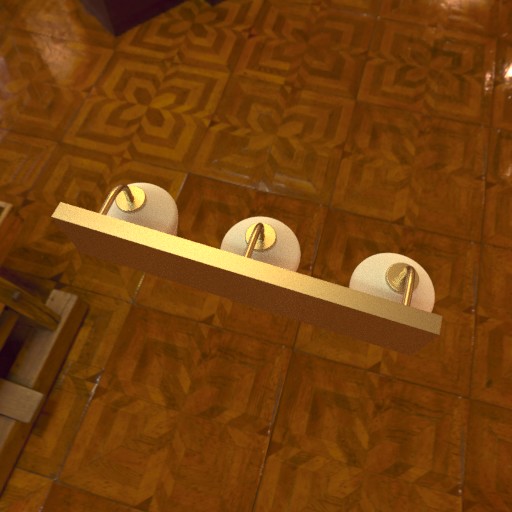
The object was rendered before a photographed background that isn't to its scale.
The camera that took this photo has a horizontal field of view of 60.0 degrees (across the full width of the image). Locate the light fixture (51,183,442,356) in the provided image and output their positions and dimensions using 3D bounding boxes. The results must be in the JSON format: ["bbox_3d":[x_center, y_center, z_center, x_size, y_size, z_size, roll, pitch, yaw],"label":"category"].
[{"bbox_3d":[0.000,0.000,0.741,0.609,0.280,0.190,17,65,8],"label":"light fixture"}]
